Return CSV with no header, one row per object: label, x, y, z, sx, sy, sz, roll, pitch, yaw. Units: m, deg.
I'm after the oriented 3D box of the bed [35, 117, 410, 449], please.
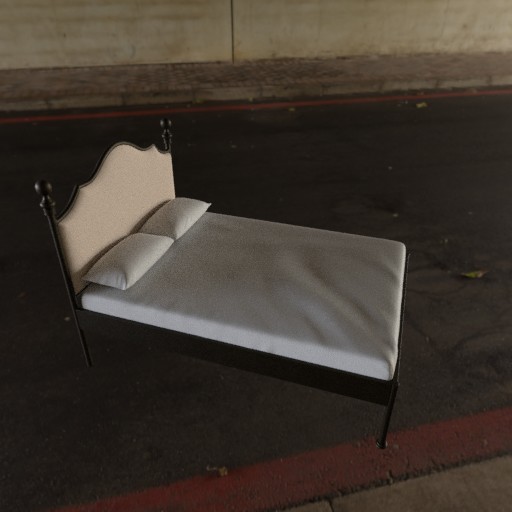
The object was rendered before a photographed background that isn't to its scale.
bed,0.000,0.000,3.195,2.170,1.462,1.533,10,33,16
